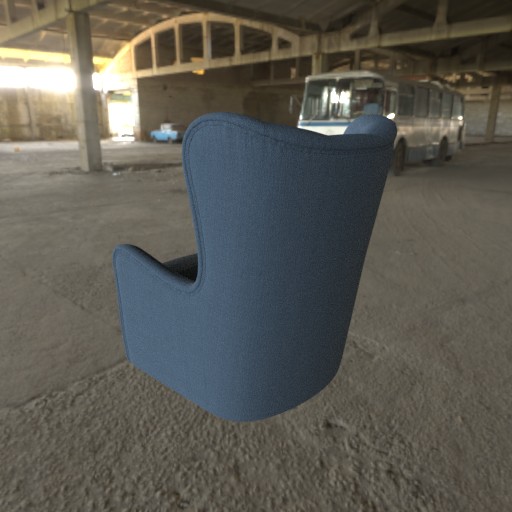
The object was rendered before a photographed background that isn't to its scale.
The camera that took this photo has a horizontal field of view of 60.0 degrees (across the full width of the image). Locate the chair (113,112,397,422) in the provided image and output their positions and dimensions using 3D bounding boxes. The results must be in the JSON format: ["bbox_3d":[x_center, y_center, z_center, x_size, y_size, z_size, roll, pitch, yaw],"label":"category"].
[{"bbox_3d":[0.000,0.000,1.770,0.831,1.079,0.930,-16,23,-42],"label":"chair"}]
